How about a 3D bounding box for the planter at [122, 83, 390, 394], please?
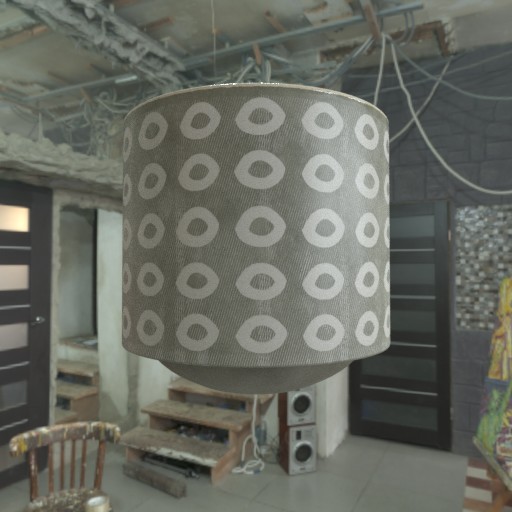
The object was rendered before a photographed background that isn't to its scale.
[{"bbox_3d":[0.000,0.000,0.433,0.250,0.239,0.250,0,-1,0],"label":"planter"}]
